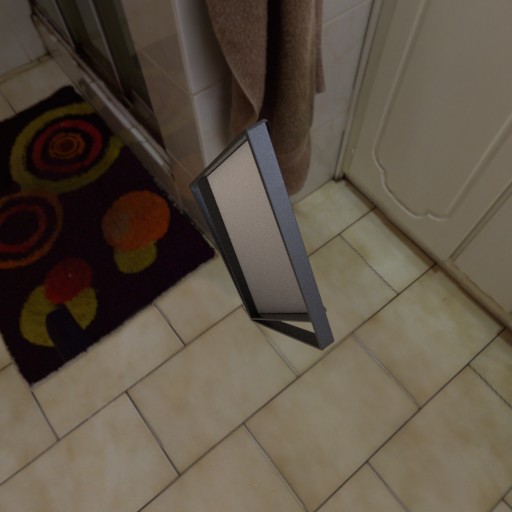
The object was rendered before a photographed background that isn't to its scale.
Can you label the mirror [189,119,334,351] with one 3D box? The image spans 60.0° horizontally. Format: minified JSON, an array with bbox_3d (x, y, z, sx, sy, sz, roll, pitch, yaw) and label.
[{"bbox_3d":[0.000,0.000,0.824,0.032,0.679,0.419,-33,67,-16],"label":"mirror"}]
